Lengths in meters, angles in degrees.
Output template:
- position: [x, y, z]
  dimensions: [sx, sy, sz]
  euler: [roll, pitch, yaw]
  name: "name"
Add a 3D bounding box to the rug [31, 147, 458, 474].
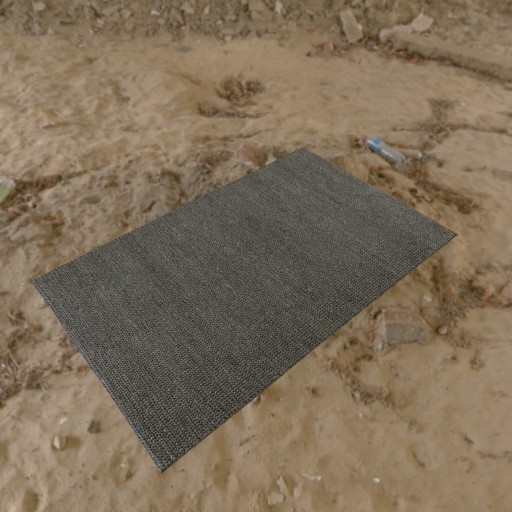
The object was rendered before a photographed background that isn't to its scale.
- position: [0.000, 0.000, 2.957]
  dimensions: [2.443, 0.021, 1.538]
  euler: [-31, 53, -28]
  name: "rug"
